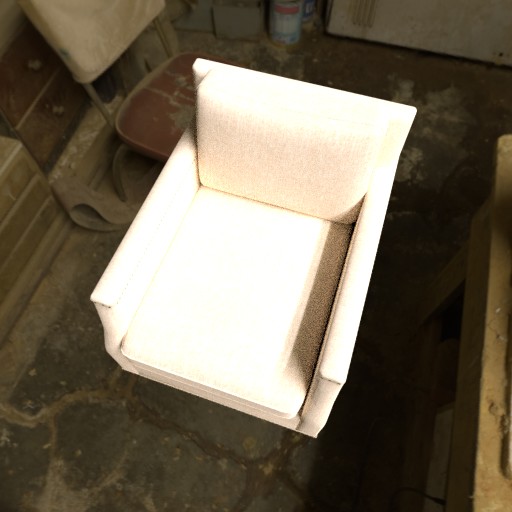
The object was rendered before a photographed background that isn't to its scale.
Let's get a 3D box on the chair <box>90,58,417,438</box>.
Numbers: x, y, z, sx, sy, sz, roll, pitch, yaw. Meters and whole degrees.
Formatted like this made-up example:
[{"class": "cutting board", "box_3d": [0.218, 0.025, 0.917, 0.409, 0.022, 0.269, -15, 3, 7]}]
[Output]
[{"class": "chair", "box_3d": [0.000, 0.000, 1.708, 0.838, 0.940, 1.041, 16, 62, 9]}]
